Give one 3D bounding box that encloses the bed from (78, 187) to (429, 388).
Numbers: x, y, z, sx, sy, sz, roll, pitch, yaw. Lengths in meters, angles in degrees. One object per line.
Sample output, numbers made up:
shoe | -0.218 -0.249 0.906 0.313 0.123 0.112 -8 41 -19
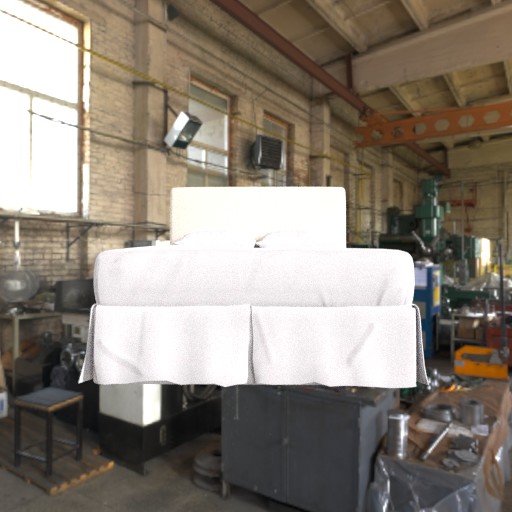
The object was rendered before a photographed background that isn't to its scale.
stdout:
bed | 0.000 0.000 3.189 1.713 1.330 2.142 0 -1 1
